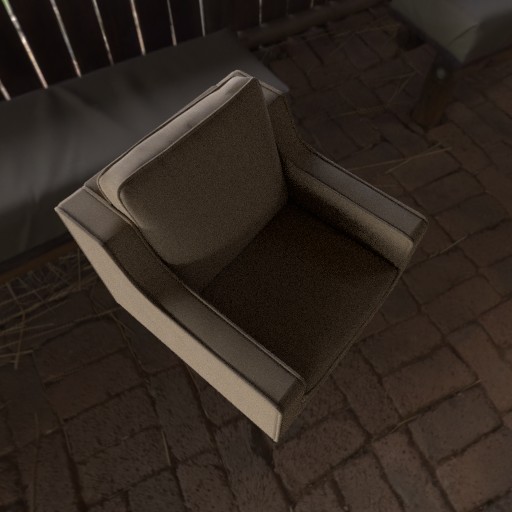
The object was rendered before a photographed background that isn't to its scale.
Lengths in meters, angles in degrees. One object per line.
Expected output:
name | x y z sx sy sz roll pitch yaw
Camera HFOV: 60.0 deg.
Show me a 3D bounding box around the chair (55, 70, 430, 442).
chair | 0.000 0.000 1.637 0.909 0.960 0.831 36 66 19
